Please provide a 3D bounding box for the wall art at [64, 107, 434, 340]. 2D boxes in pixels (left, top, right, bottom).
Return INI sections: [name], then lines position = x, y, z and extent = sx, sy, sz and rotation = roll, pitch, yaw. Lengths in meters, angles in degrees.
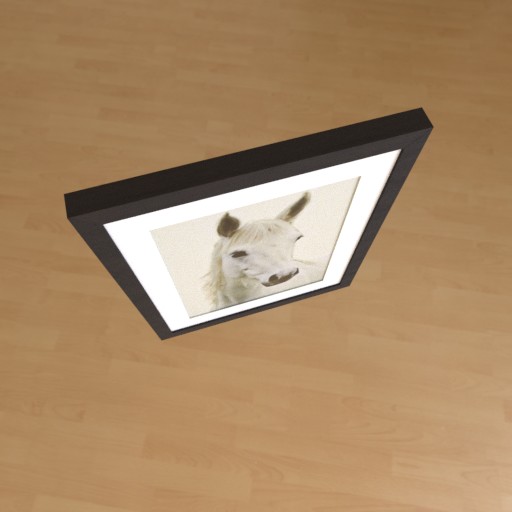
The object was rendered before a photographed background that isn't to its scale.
[wall art]
position = 0.000, 0.000, 0.784
extent = 0.455, 0.552, 0.034
rotation = -15, 66, -7
